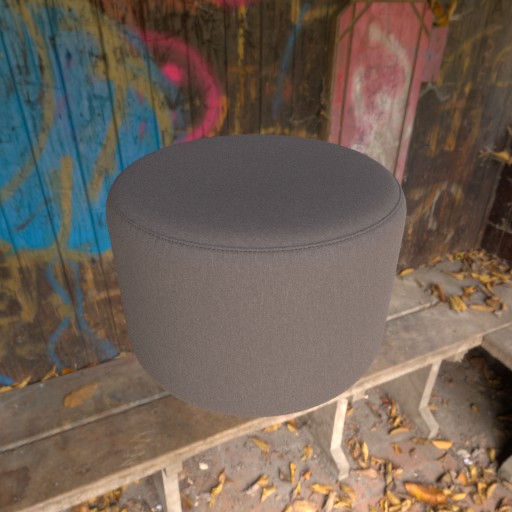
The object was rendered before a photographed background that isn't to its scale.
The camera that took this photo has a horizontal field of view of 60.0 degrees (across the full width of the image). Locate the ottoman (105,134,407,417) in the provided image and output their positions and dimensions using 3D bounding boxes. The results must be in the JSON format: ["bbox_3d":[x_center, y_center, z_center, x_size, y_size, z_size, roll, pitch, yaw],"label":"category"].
[{"bbox_3d":[0.000,0.000,1.008,0.608,0.433,0.608,0,31,0],"label":"ottoman"}]
